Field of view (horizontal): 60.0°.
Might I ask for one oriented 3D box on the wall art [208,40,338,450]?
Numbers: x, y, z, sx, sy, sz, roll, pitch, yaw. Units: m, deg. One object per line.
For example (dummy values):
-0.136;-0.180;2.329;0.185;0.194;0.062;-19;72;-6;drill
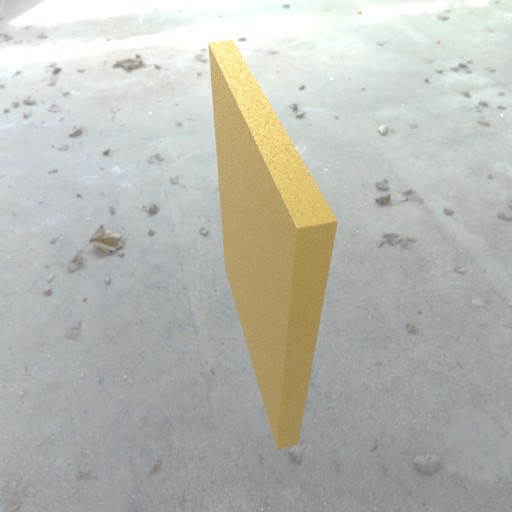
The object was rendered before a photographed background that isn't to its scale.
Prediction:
0.000;0.000;0.896;0.048;0.642;0.537;-11;47;-10;wall art
